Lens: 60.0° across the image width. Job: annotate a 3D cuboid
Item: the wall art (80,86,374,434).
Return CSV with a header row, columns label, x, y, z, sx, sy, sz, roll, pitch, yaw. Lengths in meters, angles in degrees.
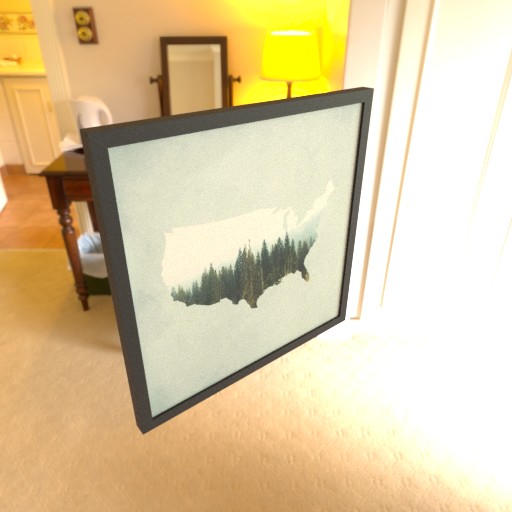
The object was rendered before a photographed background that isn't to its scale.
label,x,y,z,sx,sy,sz,roll,pitch,yaw
wall art,0.000,0.000,1.160,0.763,0.763,0.038,-21,36,-33
